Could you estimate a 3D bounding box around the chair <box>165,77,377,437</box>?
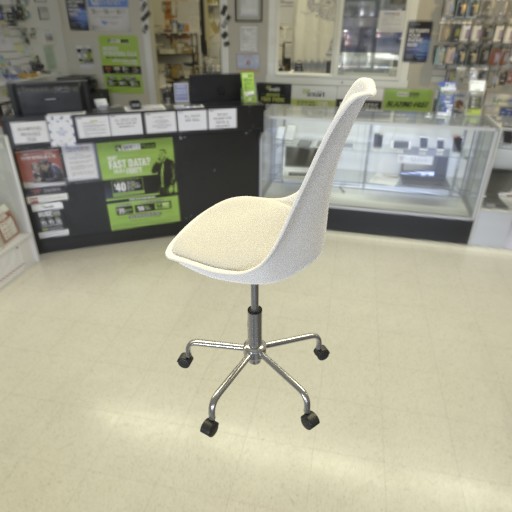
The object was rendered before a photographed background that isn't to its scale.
[{"bbox_3d":[0.000,0.000,1.255,0.550,0.930,0.550,7,30,13],"label":"chair"}]
